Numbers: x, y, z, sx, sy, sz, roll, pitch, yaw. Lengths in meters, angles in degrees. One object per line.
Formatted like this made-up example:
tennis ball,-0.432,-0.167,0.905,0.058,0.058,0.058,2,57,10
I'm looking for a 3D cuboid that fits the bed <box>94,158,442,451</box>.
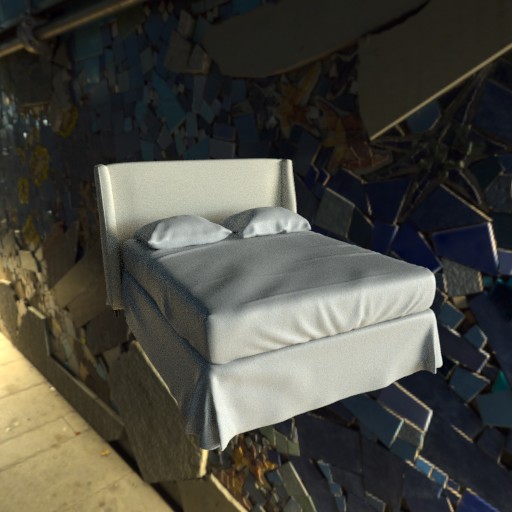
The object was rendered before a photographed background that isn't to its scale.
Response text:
bed,0.000,0.000,3.394,1.925,1.332,2.276,-8,17,-27
